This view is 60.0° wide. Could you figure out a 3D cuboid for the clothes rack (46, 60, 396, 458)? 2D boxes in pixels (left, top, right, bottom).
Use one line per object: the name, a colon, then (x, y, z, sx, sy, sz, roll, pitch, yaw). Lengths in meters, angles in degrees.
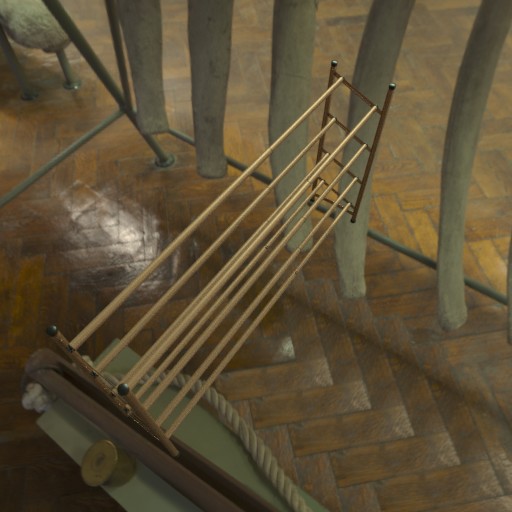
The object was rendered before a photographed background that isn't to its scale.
clothes rack: (0.000, 0.000, 1.404, 0.229, 0.672, 1.168, 31, 61, 19)
